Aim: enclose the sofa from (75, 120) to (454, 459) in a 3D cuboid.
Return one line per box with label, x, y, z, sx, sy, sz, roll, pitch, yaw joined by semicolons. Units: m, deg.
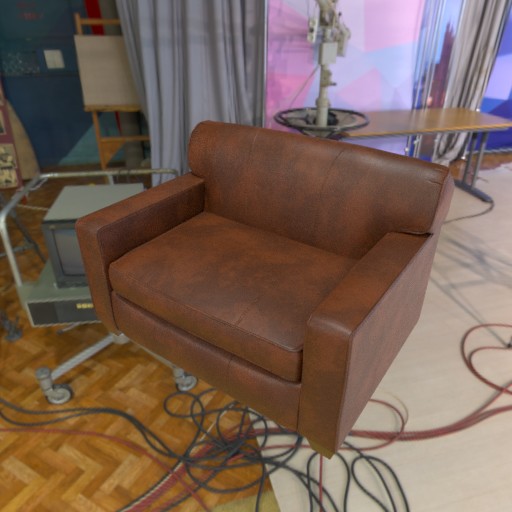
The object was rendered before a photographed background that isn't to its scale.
sofa;0.000;0.000;2.068;1.413;0.956;1.000;20;36;30
